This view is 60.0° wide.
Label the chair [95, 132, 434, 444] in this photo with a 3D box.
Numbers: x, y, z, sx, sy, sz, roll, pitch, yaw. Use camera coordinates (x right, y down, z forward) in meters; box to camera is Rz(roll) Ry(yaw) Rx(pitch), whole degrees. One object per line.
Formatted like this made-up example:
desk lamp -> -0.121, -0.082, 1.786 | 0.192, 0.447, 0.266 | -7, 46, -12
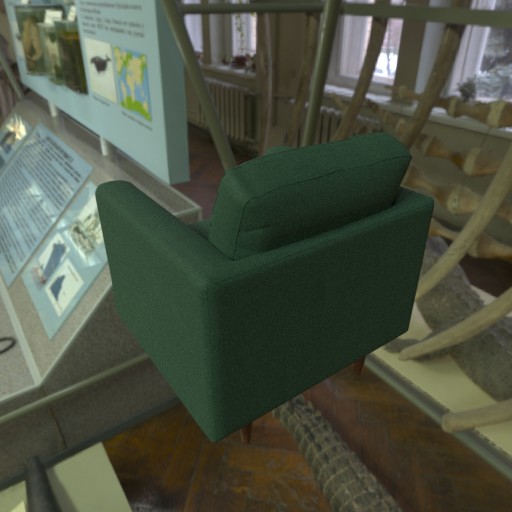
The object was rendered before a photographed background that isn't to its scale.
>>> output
chair -> 0.000, 0.000, 1.575 | 0.855, 0.927, 0.800 | -20, 35, -30
